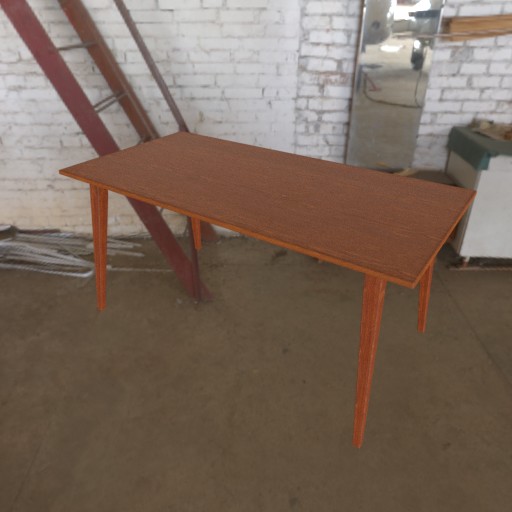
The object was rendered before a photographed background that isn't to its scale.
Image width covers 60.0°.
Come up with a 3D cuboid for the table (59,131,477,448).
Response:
[{"bbox_3d":[0.000,0.000,2.084,1.609,0.755,0.811,19,36,29],"label":"table"}]
